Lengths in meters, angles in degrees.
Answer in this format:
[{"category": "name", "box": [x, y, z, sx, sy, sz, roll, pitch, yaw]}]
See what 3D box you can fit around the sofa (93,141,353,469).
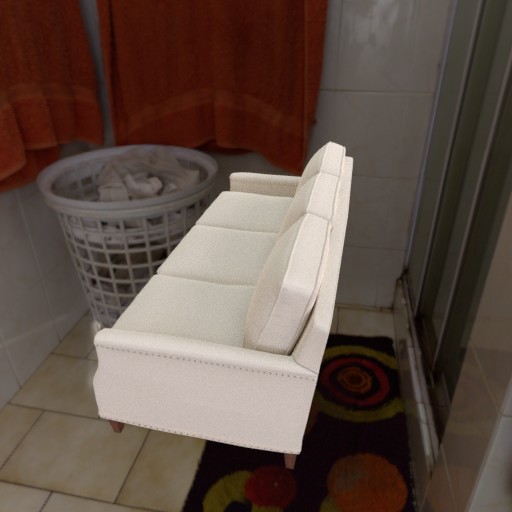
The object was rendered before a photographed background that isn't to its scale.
[{"category": "sofa", "box": [0.000, 0.000, 2.822, 1.084, 1.003, 2.246, 7, 30, 11]}]
